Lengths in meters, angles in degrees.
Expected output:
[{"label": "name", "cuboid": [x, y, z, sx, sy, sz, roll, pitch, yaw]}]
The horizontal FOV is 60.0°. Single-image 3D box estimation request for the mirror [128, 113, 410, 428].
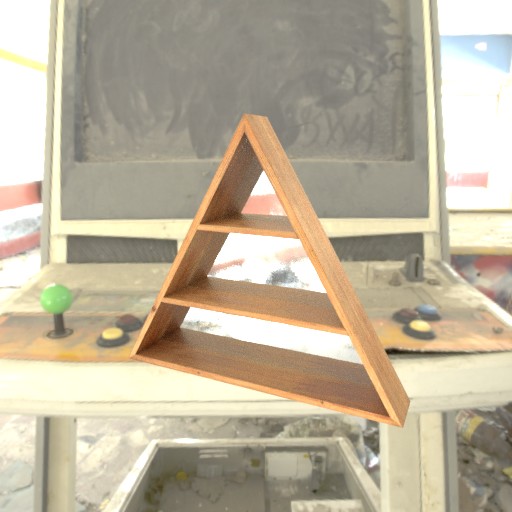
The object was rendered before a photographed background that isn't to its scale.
[{"label": "mirror", "cuboid": [0.000, 0.000, 0.903, 0.631, 0.548, 0.100, 6, 15, 25]}]
